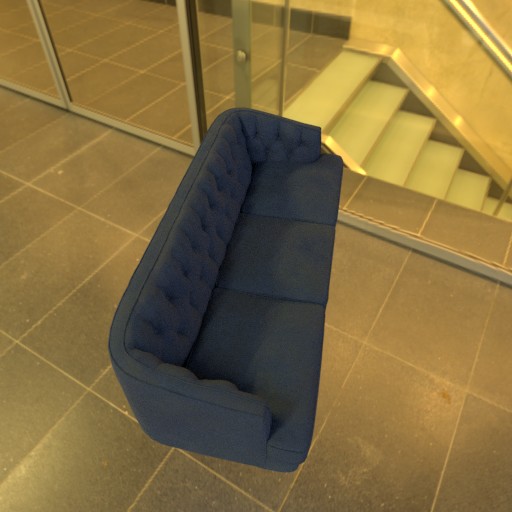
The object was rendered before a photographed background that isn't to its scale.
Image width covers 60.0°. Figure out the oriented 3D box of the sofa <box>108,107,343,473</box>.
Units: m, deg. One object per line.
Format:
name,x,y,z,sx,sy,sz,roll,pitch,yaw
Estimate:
sofa,0.000,0.000,2.723,0.941,0.855,2.278,8,47,8
